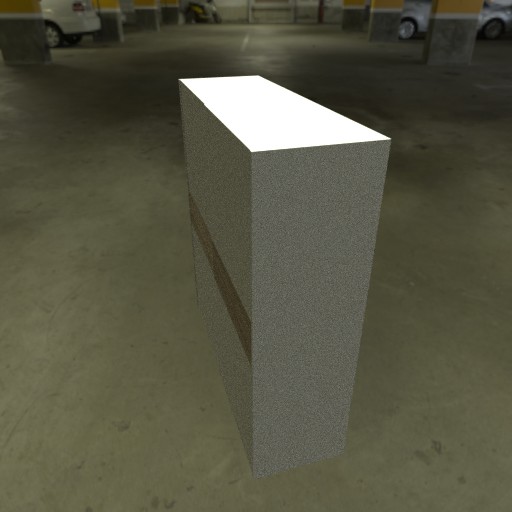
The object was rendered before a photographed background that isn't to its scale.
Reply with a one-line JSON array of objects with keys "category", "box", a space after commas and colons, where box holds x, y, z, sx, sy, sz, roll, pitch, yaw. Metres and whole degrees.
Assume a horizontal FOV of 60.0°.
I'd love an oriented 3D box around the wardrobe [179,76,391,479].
[{"category": "wardrobe", "box": [0.000, 0.000, 3.008, 0.600, 2.020, 1.830, -9, 31, -15]}]
